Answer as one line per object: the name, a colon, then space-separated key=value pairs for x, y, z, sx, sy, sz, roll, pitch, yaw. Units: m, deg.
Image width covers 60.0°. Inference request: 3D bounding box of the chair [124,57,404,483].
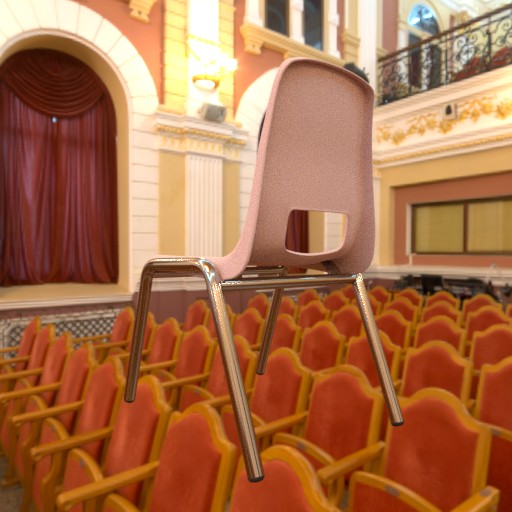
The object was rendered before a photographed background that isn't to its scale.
chair: x=0.000 y=0.000 z=0.828 sx=0.354 sy=0.586 sz=0.423 roll=0 pitch=0 yaw=-37
